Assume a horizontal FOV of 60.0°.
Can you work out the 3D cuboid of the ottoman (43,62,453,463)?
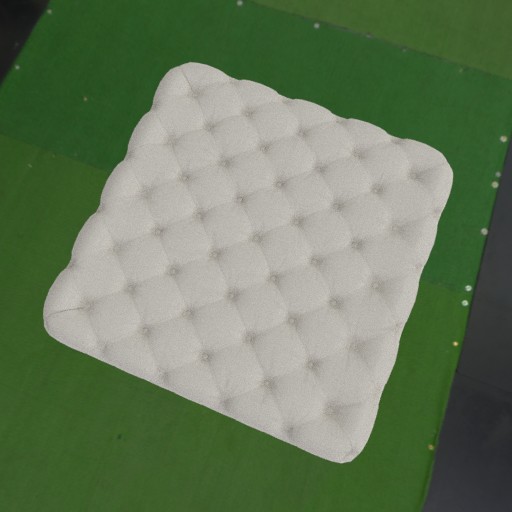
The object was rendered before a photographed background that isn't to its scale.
[{"bbox_3d":[0.000,0.000,1.154,0.755,0.376,0.753,22,77,5],"label":"ottoman"}]
